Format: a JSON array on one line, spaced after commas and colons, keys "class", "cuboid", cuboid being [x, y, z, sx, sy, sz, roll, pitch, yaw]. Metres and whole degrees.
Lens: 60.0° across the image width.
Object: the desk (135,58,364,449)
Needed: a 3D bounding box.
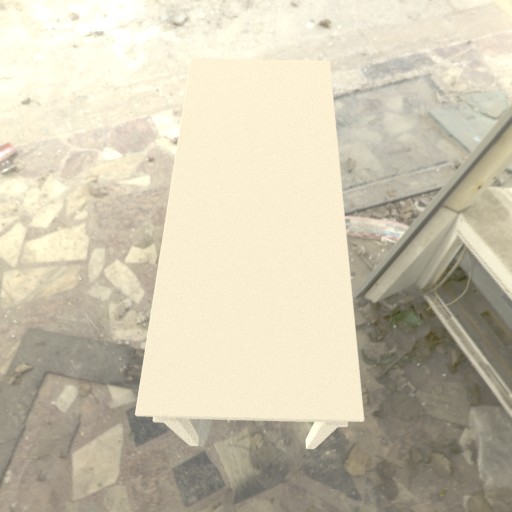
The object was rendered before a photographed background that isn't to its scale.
[{"class": "desk", "cuboid": [0.000, 0.000, 1.759, 0.559, 0.774, 1.372, 1, 59, 1]}]
